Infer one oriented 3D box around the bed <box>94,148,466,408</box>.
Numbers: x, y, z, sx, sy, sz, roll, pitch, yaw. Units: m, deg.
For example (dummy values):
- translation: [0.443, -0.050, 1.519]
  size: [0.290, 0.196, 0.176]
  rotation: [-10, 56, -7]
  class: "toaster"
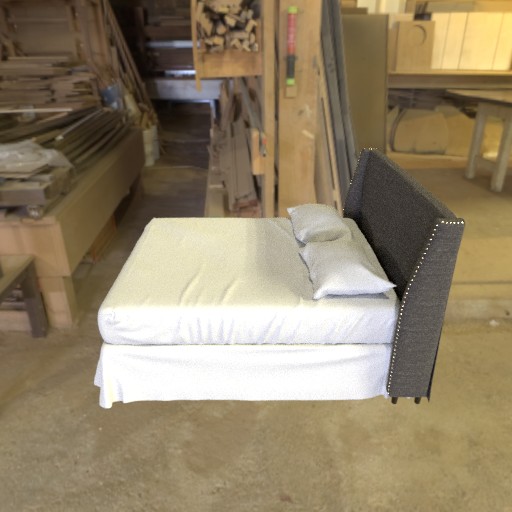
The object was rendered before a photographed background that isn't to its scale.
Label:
- translation: [0.000, 0.000, 3.500]
  size: [2.276, 1.332, 1.925]
  rotation: [0, 26, 0]
  class: "bed"
